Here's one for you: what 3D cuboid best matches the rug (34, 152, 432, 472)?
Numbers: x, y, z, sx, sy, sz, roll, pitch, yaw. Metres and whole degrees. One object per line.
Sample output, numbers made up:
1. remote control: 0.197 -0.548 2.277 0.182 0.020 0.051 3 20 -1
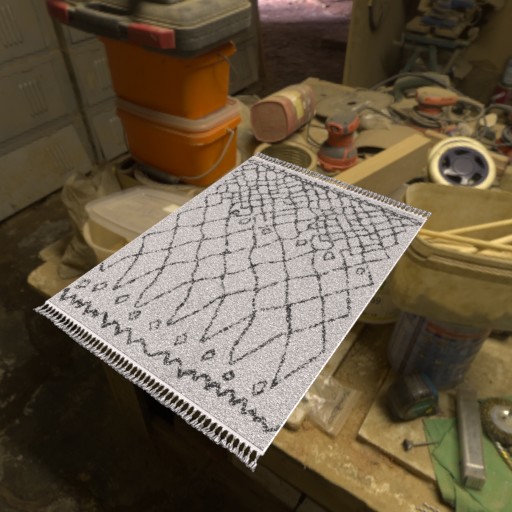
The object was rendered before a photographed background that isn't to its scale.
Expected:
1. rug: 0.000 0.000 2.987 1.613 0.017 2.312 25 48 25
